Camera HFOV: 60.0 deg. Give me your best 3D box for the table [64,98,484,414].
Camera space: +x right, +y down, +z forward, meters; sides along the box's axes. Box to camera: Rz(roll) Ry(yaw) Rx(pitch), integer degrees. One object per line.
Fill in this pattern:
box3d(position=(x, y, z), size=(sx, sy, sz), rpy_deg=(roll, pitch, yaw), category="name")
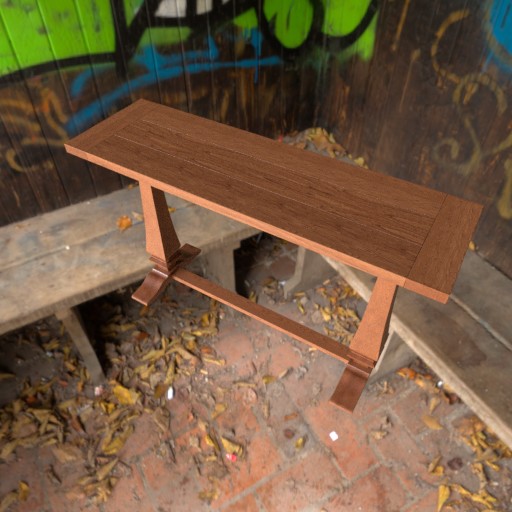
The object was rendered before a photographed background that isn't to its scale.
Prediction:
box3d(position=(0.000, 0.000, 1.891), size=(1.478, 0.852, 0.461), rpy_deg=(23, 50, 21), category="table")
